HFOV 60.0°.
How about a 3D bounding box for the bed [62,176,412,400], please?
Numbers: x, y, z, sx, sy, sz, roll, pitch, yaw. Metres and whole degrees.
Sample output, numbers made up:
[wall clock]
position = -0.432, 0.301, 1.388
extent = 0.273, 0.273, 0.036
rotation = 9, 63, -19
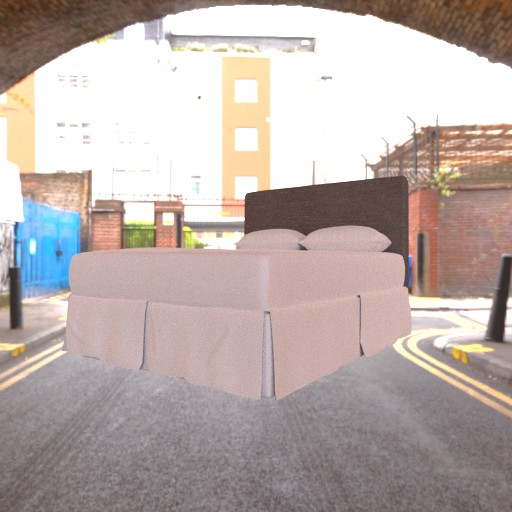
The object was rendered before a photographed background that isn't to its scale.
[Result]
[bed]
position = 0.000, 0.000, 3.269
extent = 1.723, 1.330, 2.142
rotation = 0, 0, 36
